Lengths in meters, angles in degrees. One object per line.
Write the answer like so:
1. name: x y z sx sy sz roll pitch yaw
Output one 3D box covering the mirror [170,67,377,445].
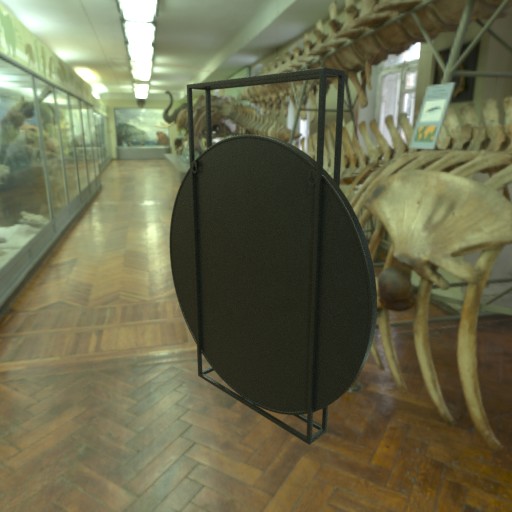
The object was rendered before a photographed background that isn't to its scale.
1. mirror: 0.000 0.000 0.807 0.051 0.603 0.508 -15 21 -42
